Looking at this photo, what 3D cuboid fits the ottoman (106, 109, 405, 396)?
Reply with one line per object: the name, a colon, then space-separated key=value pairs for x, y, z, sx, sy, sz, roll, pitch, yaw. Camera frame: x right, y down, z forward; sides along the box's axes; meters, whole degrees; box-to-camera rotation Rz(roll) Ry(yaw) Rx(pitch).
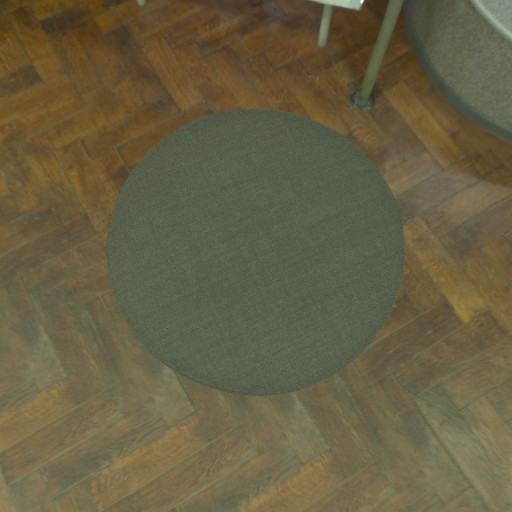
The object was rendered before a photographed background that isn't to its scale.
ottoman: x=0.000 y=0.000 z=1.287 sx=0.772 sy=0.460 sz=0.772 roll=0 pitch=73 yaw=0
